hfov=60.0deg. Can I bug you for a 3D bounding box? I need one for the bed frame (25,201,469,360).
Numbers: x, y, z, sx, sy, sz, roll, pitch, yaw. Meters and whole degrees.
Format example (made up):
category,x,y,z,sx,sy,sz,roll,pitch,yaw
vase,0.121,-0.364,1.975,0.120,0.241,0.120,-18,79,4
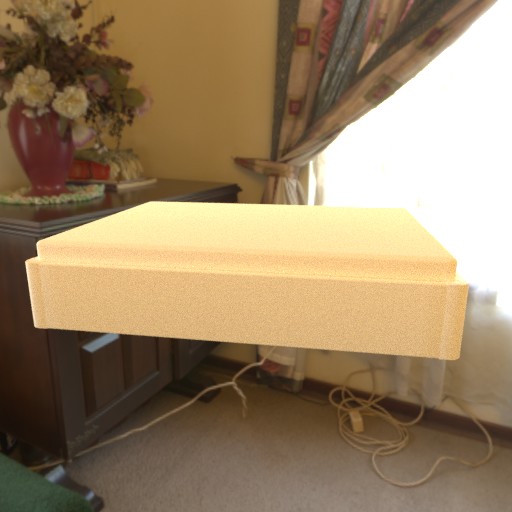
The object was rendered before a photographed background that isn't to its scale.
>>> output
category,x,y,z,sx,sy,sz,roll,pitch,yaw
bed frame,0.000,0.000,2.528,1.900,0.406,1.400,3,15,9
